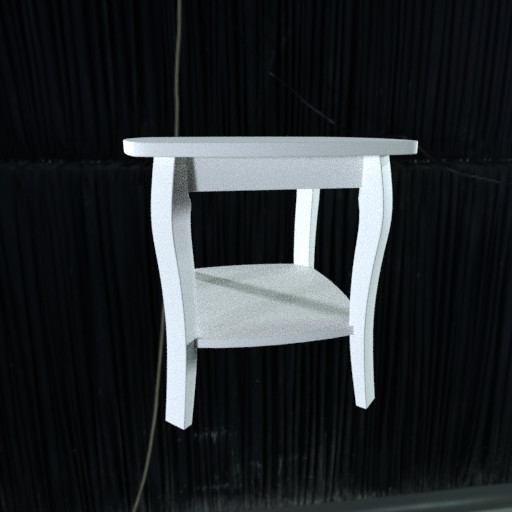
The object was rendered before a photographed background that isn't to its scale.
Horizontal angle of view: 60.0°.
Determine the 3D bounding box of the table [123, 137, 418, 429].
[{"bbox_3d":[0.000,0.000,0.853,0.451,0.438,0.502,-3,16,-10],"label":"table"}]
